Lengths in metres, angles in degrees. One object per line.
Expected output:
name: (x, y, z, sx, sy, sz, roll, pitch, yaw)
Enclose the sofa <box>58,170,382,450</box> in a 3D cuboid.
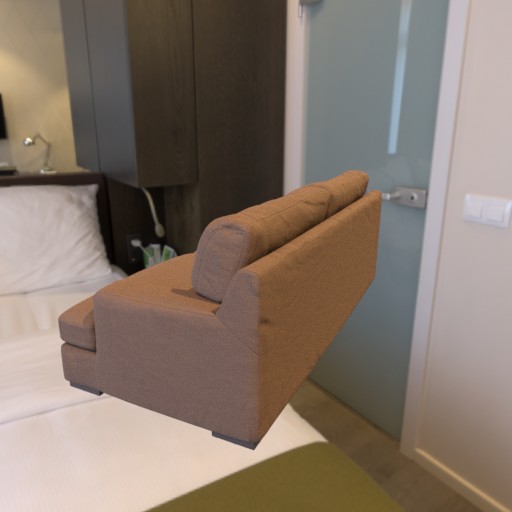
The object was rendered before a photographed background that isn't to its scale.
sofa: (0.000, 0.000, 2.858, 1.140, 0.950, 2.274, 8, 18, 25)
